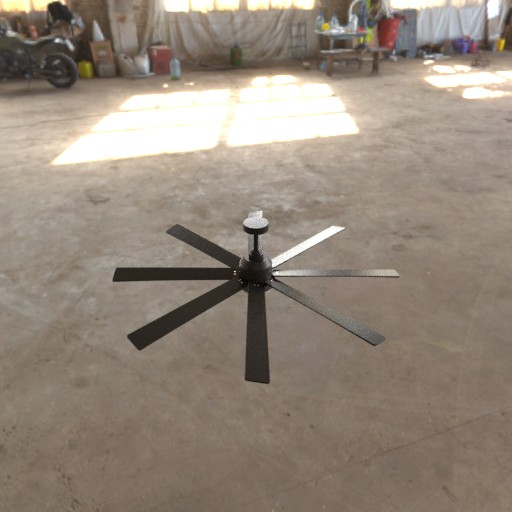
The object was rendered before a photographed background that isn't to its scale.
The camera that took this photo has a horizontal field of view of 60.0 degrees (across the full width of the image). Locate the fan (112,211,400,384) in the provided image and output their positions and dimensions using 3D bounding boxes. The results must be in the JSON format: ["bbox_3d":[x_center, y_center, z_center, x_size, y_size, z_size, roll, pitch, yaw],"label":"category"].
[{"bbox_3d":[0.000,0.000,2.793,1.830,0.472,1.830,0,31,0],"label":"fan"}]
